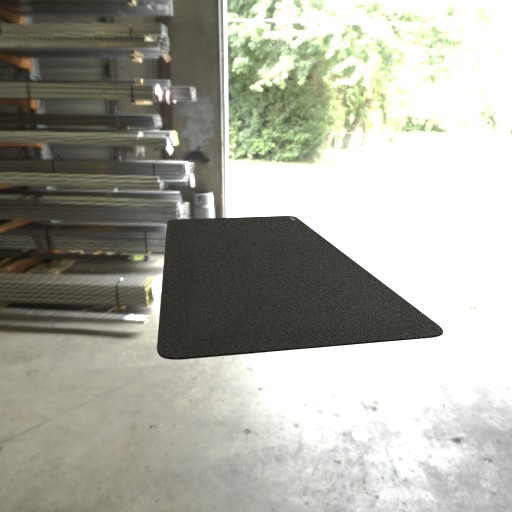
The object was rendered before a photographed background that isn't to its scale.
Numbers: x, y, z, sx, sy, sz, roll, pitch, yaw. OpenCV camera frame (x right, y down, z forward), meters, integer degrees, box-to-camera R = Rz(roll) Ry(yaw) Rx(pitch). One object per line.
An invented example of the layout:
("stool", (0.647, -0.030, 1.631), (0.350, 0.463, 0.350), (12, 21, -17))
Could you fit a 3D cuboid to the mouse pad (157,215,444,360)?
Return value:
("mouse pad", (0.000, 0.000, 1.041), (0.424, 0.003, 0.907), (-3, 17, -9))
